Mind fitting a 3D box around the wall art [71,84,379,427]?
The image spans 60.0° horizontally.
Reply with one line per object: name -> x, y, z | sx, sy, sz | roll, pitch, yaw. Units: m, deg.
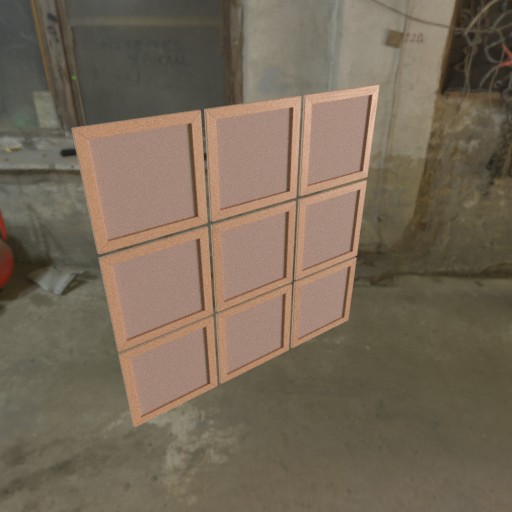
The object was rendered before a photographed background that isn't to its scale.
wall art -> 0.000, 0.000, 2.254 | 1.519, 1.507, 0.014 | -19, 35, -30
